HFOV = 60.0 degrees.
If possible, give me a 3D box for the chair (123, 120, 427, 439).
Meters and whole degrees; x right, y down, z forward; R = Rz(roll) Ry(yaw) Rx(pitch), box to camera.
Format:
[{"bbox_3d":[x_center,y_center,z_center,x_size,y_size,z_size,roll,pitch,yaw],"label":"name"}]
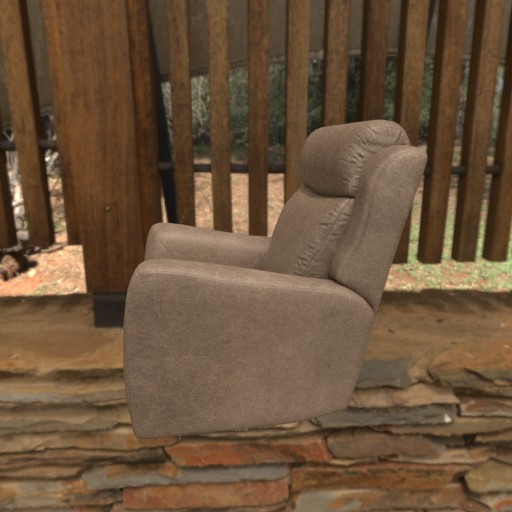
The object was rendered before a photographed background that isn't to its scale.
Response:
[{"bbox_3d":[0.000,0.000,1.934,1.068,1.116,0.967,-2,14,-9],"label":"chair"}]
